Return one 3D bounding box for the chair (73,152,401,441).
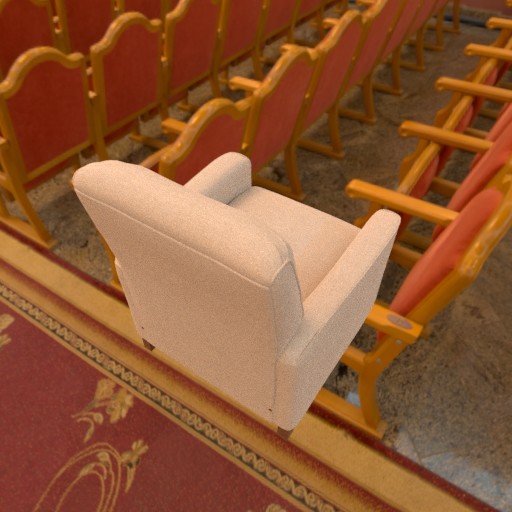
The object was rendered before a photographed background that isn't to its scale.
[{"bbox_3d":[0.000,0.000,1.673,0.841,1.023,0.858,26,51,23],"label":"chair"}]
